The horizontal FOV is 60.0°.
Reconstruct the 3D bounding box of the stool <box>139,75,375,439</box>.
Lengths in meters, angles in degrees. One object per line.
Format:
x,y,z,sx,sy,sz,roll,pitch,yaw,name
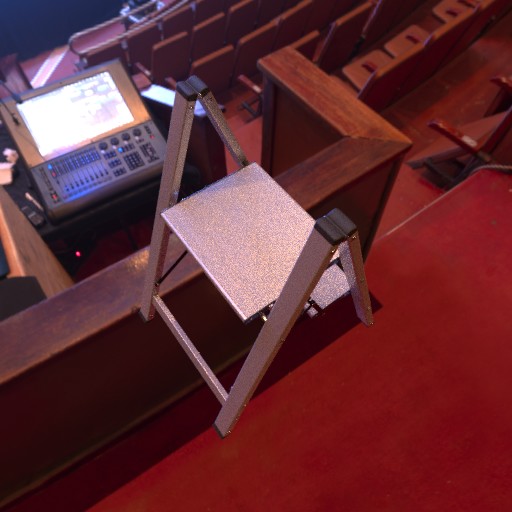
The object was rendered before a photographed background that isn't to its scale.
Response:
0.000,0.000,1.005,0.535,0.670,0.440,-32,63,-19,stool
